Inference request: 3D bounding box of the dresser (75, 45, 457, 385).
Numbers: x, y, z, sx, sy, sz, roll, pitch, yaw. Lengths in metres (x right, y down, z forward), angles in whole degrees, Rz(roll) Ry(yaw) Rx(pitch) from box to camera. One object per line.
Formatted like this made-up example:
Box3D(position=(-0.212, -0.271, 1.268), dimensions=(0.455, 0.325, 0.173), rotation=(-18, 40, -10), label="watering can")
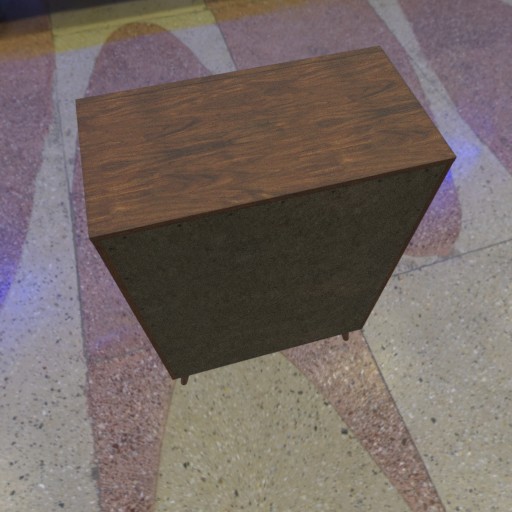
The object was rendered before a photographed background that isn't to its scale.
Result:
Box3D(position=(0.000, 0.000, 1.769), dimensions=(0.919, 1.365, 0.498), rotation=(-13, 60, -8), label="dresser")
